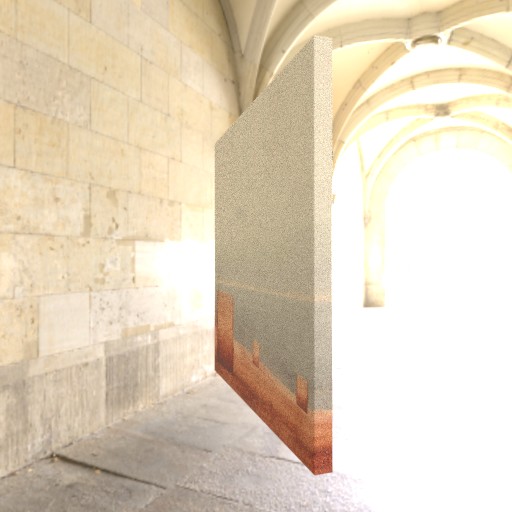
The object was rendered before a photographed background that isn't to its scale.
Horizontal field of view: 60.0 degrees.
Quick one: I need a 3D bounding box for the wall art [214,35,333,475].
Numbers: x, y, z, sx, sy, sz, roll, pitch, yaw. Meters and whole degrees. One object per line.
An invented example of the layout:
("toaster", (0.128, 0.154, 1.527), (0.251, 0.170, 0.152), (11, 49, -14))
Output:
("wall art", (0.000, 0.000, 1.131), (0.042, 0.760, 0.760), (0, 0, -18))
